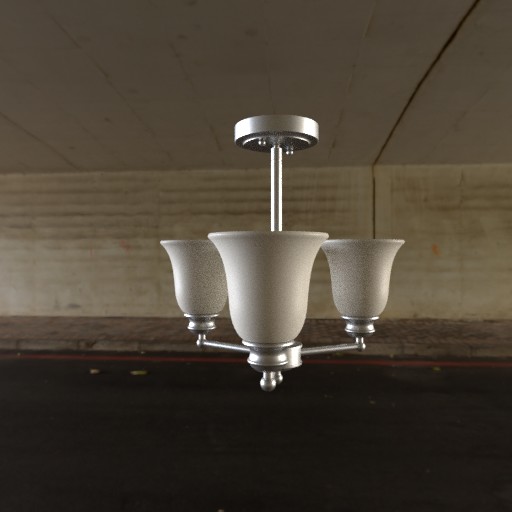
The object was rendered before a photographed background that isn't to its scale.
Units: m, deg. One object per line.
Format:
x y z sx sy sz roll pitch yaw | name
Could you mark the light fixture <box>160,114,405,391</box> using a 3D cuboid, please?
0.000 0.000 0.662 0.354 0.370 0.388 0 0 36 | light fixture
